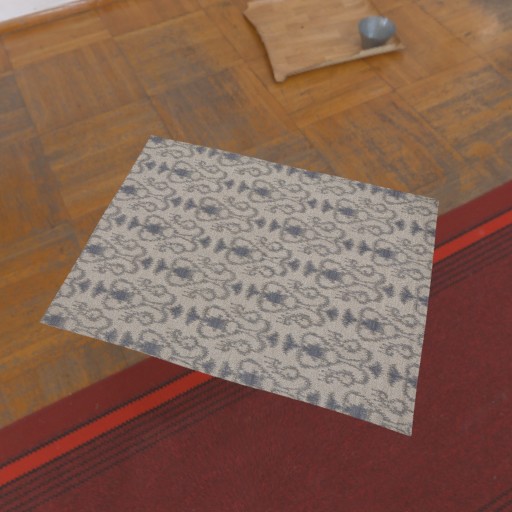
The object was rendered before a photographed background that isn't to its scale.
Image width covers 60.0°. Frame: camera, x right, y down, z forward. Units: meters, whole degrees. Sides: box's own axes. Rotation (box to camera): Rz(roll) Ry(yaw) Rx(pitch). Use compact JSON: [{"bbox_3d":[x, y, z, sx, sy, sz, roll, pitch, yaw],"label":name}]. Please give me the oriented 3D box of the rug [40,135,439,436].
[{"bbox_3d":[0.000,0.000,2.954,2.261,0.013,1.676,15,60,9],"label":"rug"}]
